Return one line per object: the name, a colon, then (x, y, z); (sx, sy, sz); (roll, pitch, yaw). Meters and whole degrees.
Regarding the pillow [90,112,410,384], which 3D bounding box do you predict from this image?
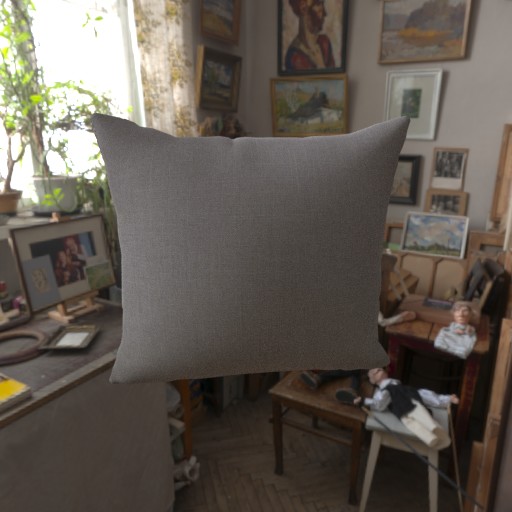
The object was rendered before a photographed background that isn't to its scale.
pillow: (0.000, 0.000, 0.796); (0.546, 0.487, 0.180); (-2, 15, -8)
